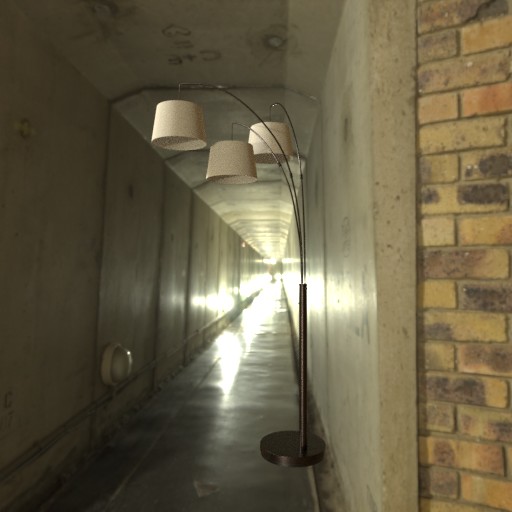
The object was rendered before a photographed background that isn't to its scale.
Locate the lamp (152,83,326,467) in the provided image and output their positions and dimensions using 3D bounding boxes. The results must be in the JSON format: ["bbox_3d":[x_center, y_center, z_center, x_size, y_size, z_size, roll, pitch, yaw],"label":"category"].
[{"bbox_3d":[0.000,0.000,2.441,0.951,1.950,0.924,0,-1,-35],"label":"lamp"}]
